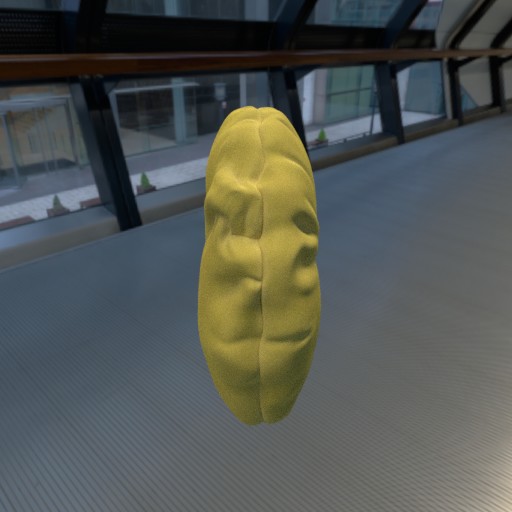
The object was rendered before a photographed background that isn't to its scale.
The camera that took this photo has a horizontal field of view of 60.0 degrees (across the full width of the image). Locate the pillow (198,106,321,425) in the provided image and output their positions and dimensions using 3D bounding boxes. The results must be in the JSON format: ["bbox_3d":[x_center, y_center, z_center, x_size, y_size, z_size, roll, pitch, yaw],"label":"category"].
[{"bbox_3d":[0.000,0.000,0.637,0.148,0.407,0.428,-1,27,-2],"label":"pillow"}]
